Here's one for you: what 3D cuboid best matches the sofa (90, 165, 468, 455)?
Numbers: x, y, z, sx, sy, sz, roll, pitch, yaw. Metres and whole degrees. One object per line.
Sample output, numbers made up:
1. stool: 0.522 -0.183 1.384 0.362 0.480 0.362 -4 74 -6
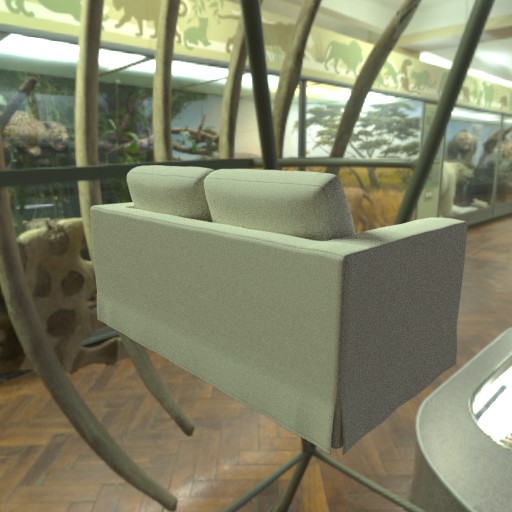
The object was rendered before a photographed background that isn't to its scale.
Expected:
1. sofa: 0.000 0.000 2.353 1.009 0.932 1.813 -13 18 -43
